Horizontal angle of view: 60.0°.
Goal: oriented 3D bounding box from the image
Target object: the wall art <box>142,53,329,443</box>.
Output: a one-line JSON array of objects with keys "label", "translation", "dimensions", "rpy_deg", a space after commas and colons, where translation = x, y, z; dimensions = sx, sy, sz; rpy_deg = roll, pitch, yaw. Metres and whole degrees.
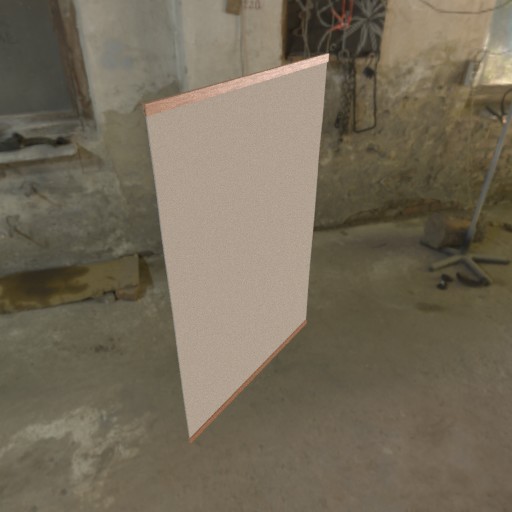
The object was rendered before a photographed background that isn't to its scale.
[{"label": "wall art", "translation": [0.000, 0.000, 1.962], "dimensions": [0.019, 1.527, 1.019], "rpy_deg": [22, 39, 30]}]
